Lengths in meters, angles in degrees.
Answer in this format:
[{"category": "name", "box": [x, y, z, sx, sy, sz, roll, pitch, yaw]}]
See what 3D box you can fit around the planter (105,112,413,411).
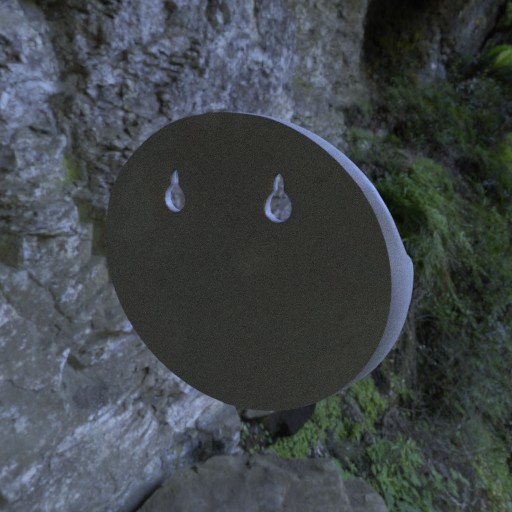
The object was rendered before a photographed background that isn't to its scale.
[{"category": "planter", "box": [0.000, 0.000, 0.269, 0.190, 0.164, 0.073, 8, 17, 28]}]
